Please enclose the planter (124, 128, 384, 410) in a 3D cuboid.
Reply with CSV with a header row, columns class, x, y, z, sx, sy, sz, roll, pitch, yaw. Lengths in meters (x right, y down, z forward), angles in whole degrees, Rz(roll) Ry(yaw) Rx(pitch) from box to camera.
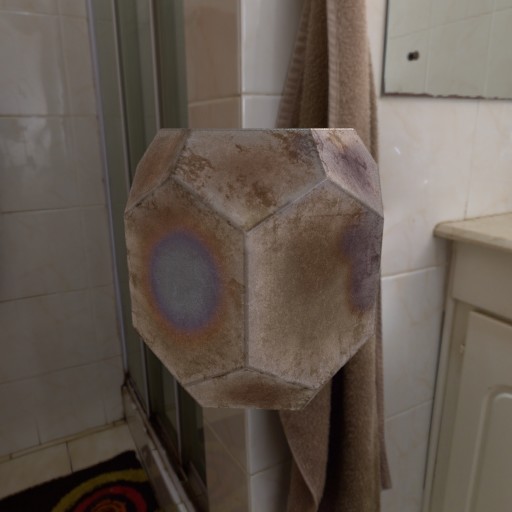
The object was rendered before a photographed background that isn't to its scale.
class,x,y,z,sx,sy,sz,roll,pitch,yaw
planter,0.000,0.000,0.430,0.243,0.238,0.221,-8,18,-26
